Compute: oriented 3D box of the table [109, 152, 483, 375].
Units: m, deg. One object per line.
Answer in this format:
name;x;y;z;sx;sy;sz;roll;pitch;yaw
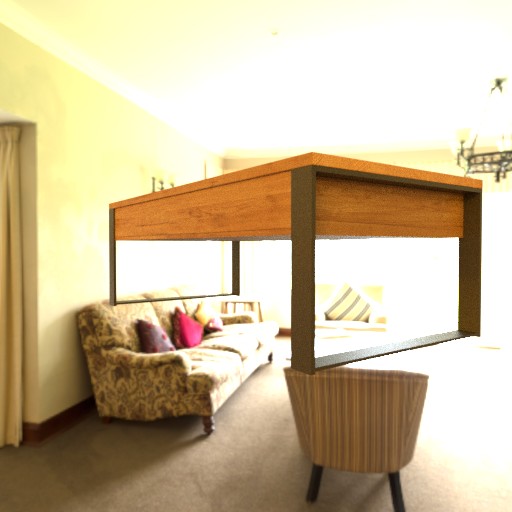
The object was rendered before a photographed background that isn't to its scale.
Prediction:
table;0.000;0.000;1.442;0.590;0.400;1.180;-1;2;-35
